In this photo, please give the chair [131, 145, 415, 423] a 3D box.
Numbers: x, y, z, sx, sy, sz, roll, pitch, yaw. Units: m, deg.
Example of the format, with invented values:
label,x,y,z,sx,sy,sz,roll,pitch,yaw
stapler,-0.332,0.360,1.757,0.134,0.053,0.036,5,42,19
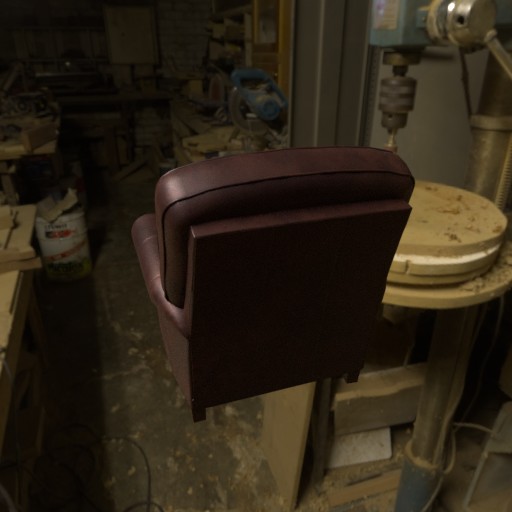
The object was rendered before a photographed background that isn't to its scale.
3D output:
label,x,y,z,sx,sy,sz,roll,pitch,yaw
chair,0.000,0.000,1.817,0.936,1.018,0.986,-9,28,-17
